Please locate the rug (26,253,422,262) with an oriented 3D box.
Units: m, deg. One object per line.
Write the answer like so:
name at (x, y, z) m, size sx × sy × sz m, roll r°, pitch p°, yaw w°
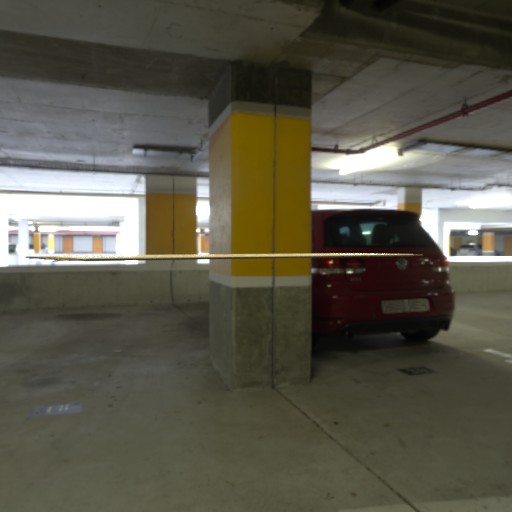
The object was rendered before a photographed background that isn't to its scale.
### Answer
rug at (0.000, 0.000, 2.725) m, size 2.438 × 0.021 × 0.729 m, roll -1°, pitch 1°, yaw -37°
